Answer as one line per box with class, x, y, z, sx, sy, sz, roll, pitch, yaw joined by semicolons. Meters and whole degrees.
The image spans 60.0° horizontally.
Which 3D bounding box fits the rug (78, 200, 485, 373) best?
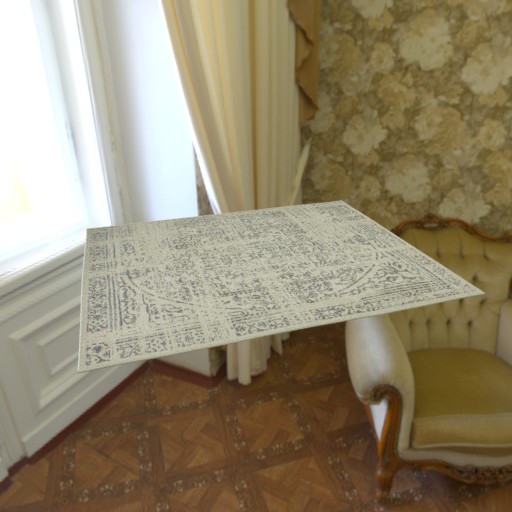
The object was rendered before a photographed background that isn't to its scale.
rug;0.000;0.000;3.937;2.921;0.032;2.311;-8;27;-16
